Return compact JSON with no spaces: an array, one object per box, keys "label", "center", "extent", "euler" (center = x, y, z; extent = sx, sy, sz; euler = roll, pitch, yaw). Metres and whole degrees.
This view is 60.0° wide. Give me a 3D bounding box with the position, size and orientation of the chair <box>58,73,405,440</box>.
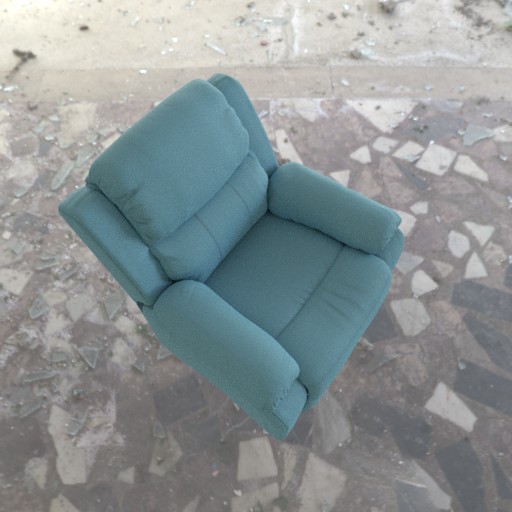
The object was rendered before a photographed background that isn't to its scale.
[{"label":"chair","center":[0.000,0.000,1.245],"extent":[0.709,0.702,0.680],"euler":[32,64,18]}]
